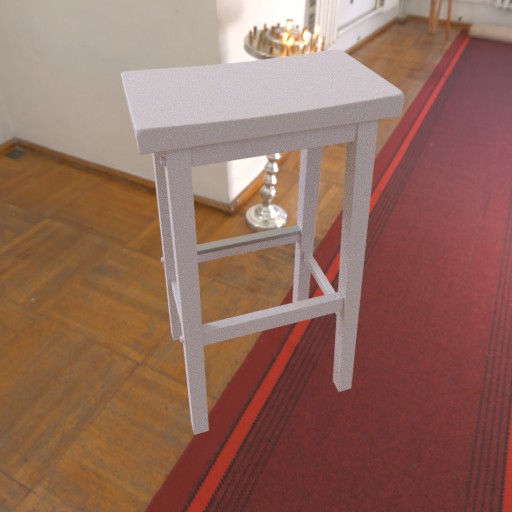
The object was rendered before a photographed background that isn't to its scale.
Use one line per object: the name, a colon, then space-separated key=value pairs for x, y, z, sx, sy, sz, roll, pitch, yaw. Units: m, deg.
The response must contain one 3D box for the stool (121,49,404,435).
stool: x=0.000 y=0.000 z=0.953 sx=0.406 sy=0.742 sz=0.322 roll=-12 pitch=43 yaw=-13
